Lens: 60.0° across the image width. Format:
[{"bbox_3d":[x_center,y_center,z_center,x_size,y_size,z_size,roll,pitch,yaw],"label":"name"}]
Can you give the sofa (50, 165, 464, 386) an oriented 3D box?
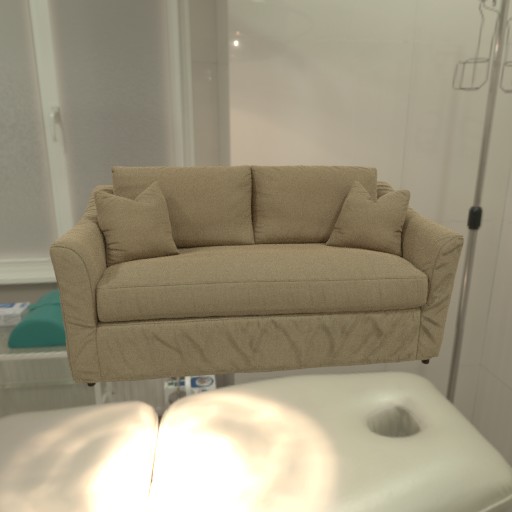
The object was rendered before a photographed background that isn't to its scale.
[{"bbox_3d":[0.000,0.000,2.631,2.010,1.018,1.072,-2,16,-7],"label":"sofa"}]
